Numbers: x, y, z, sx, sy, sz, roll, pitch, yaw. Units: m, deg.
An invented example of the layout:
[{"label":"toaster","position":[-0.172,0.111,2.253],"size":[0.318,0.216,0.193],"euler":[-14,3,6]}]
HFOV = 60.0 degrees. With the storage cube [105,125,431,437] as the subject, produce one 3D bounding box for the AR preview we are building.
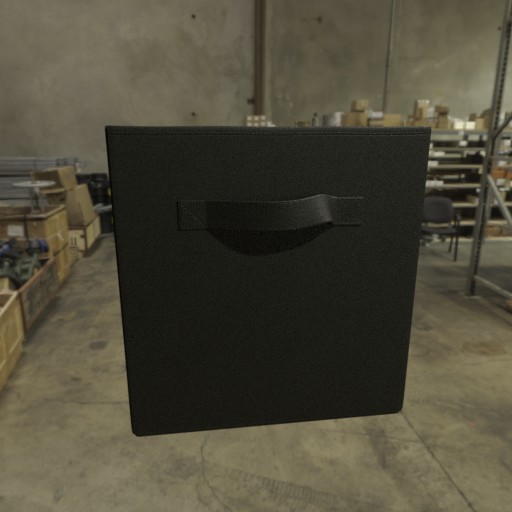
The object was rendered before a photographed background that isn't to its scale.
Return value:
[{"label":"storage cube","position":[0.000,0.000,0.501],"size":[0.270,0.280,0.270],"euler":[-2,16,-8]}]
